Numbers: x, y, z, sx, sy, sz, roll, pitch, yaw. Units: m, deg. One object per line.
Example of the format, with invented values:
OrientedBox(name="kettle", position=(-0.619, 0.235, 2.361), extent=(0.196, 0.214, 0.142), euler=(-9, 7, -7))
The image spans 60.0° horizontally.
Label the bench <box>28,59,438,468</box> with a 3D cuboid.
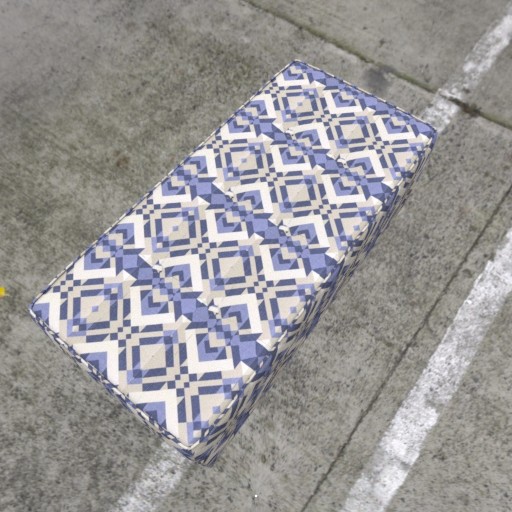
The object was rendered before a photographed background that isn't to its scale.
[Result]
OrientedBox(name="bench", position=(0.000, 0.000, 1.249), extent=(0.492, 0.477, 1.016), euler=(34, 67, 17))
